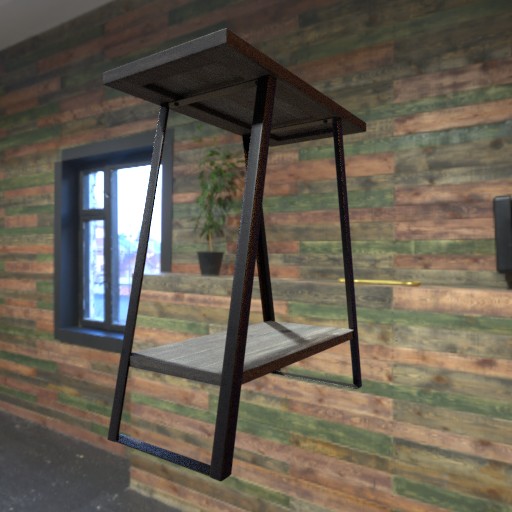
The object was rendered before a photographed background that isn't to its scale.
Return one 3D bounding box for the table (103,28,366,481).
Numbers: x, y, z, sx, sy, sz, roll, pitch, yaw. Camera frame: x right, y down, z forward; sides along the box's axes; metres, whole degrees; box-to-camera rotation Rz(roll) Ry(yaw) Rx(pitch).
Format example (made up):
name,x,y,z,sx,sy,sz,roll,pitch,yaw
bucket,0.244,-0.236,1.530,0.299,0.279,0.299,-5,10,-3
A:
name,x,y,z,sx,sy,sz,roll,pitch,yaw
table,0.000,0.000,1.010,0.300,0.701,0.599,0,0,34
